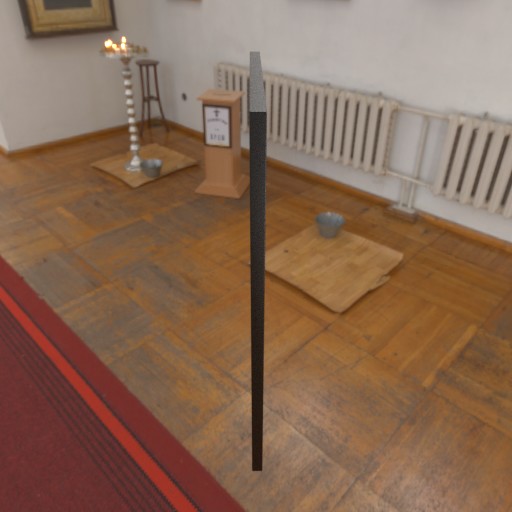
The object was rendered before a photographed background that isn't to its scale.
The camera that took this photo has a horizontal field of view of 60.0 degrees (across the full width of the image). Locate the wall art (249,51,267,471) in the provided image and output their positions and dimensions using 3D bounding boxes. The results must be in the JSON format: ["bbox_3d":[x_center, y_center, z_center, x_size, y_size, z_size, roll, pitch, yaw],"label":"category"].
[{"bbox_3d":[0.000,0.000,0.557,0.013,0.432,0.304,0,32,0],"label":"wall art"}]
